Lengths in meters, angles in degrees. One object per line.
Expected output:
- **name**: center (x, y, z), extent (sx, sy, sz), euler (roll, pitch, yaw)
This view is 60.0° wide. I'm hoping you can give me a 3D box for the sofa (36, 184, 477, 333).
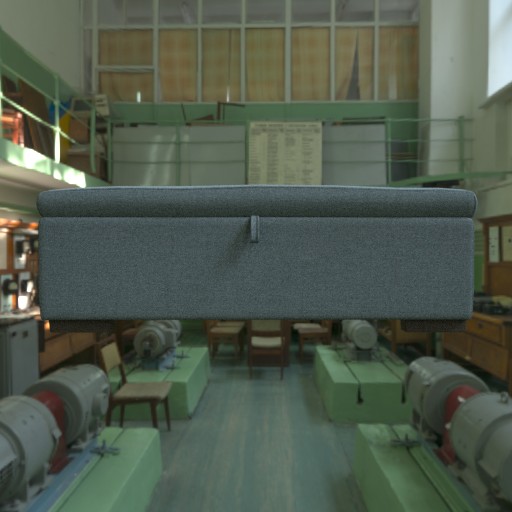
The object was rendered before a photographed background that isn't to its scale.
- **sofa**: center (0.000, 0.000, 1.622), extent (1.250, 0.434, 0.817), euler (0, 1, 0)
